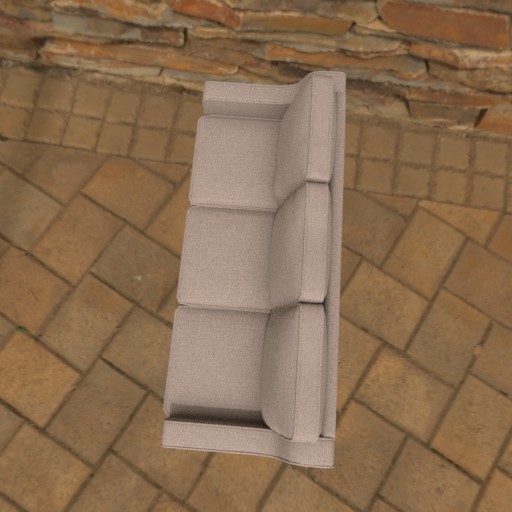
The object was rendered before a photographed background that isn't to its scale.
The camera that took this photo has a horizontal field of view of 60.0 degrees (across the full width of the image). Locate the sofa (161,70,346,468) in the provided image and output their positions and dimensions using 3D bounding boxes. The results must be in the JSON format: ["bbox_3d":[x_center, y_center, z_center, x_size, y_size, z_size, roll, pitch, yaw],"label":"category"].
[{"bbox_3d":[0.000,0.000,2.611,0.899,0.950,2.129,4,76,1],"label":"sofa"}]
